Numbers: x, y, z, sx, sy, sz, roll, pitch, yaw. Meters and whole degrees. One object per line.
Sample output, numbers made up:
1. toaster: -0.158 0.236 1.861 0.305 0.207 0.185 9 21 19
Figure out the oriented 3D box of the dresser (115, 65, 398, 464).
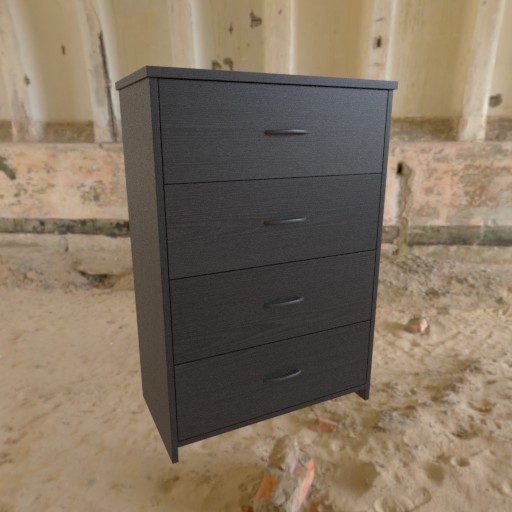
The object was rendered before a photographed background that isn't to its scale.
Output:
1. dresser: 0.000 0.000 1.387 0.704 1.020 0.399 -8 17 -25
